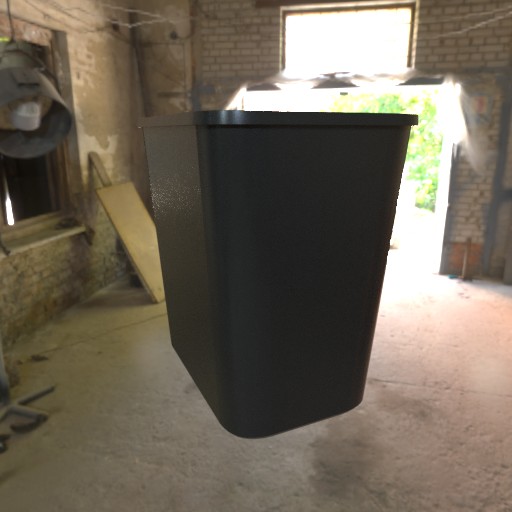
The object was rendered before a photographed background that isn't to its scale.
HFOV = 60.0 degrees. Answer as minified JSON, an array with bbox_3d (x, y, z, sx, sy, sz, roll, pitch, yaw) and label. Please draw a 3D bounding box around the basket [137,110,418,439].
[{"bbox_3d":[0.000,0.000,0.514,0.211,0.307,0.300,-7,17,-24],"label":"basket"}]
